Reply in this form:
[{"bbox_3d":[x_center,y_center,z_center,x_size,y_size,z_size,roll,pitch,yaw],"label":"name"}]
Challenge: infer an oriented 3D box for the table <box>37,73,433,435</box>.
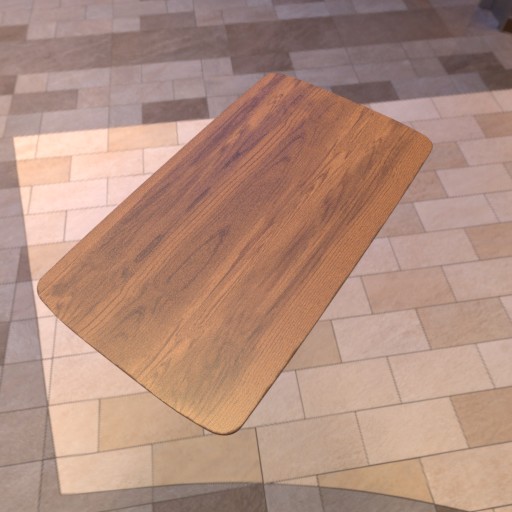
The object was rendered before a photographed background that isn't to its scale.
[{"bbox_3d":[0.000,0.000,2.167,0.949,0.765,1.643,31,63,18],"label":"table"}]
